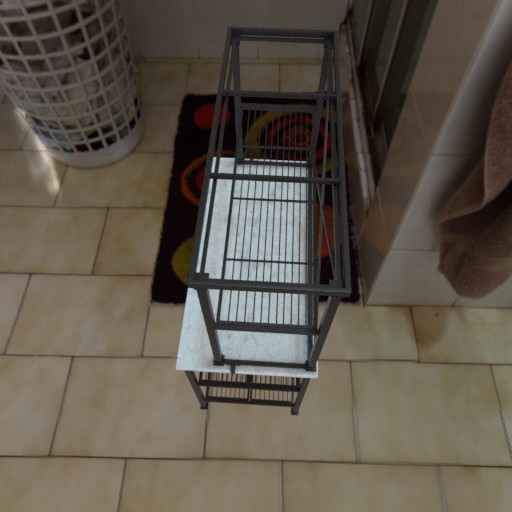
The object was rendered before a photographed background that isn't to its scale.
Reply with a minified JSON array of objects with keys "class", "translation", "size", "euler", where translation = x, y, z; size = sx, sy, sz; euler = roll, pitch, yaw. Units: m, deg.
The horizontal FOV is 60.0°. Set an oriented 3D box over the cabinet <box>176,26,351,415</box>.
[{"class":"cabinet","translation":[0.000,0.000,2.223],"size":[0.610,1.659,1.210],"euler":[3,59,2]}]
